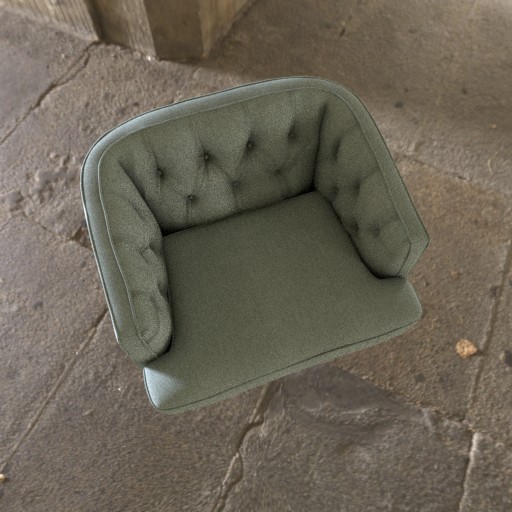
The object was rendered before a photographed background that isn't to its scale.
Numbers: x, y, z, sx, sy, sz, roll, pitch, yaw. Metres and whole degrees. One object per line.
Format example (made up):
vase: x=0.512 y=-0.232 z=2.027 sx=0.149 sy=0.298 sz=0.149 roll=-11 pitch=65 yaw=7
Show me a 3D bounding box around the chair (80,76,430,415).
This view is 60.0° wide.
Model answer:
chair: x=0.000 y=0.000 z=1.755 sx=1.094 sy=0.852 sz=0.945 roll=-18 pitch=66 yaw=-8
